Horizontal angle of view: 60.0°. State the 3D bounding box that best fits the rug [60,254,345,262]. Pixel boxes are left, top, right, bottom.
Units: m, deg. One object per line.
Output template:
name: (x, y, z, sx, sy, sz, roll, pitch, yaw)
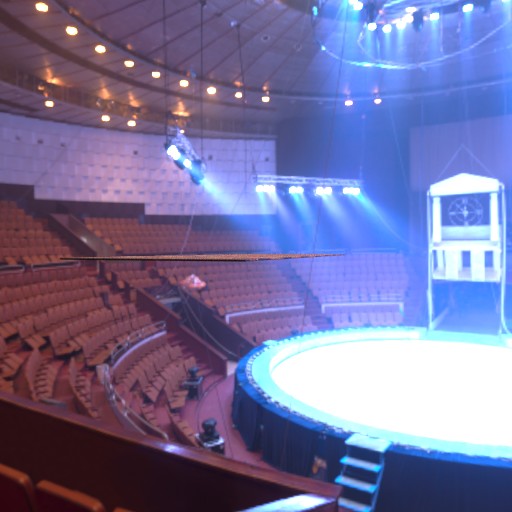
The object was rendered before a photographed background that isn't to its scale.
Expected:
rug: (0.000, 0.000, 2.726, 0.760, 0.009, 2.440, 0, 1, 19)
